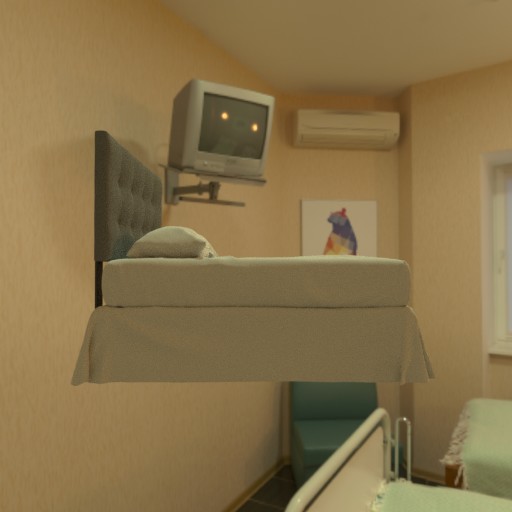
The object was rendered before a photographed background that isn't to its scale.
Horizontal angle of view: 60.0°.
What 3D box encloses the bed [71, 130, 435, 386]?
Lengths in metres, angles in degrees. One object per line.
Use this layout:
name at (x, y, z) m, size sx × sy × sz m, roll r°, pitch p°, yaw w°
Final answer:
bed at (0.000, 0.000, 3.595) m, size 2.222 × 1.577 × 1.936 m, roll 0°, pitch -1°, yaw 0°
